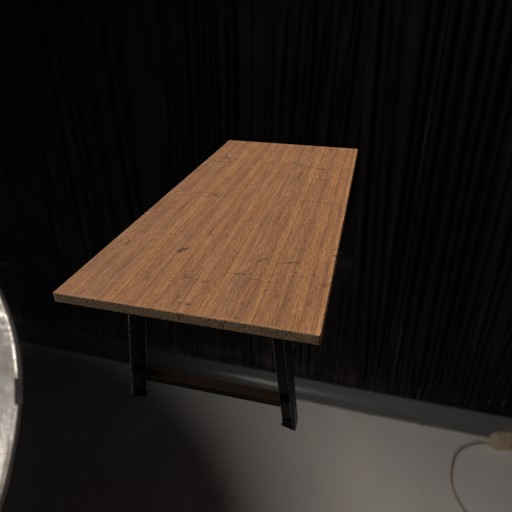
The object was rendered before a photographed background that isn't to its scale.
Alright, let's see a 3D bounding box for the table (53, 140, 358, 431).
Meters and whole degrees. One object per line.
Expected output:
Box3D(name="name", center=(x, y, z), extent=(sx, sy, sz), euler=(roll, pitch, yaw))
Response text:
Box3D(name="table", center=(0.000, 0.000, 2.653), extent=(1.000, 0.757, 2.200), euler=(7, 30, 12))
